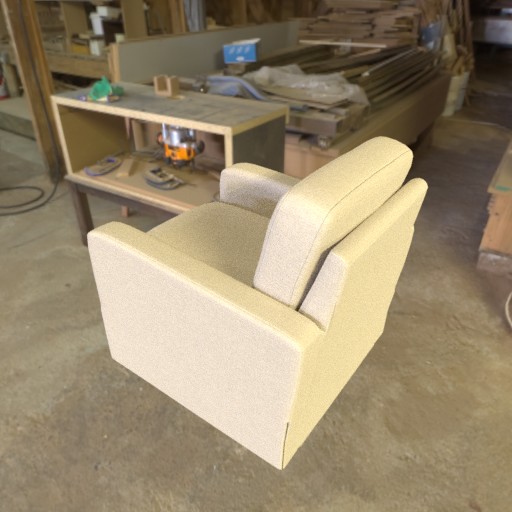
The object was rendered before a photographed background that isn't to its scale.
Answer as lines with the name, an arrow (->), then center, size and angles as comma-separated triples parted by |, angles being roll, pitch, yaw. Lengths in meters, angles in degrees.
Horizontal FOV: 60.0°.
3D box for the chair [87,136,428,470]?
chair -> 0.000, 0.000, 1.510 | 0.888, 0.827, 0.755 | 21, 38, 30
